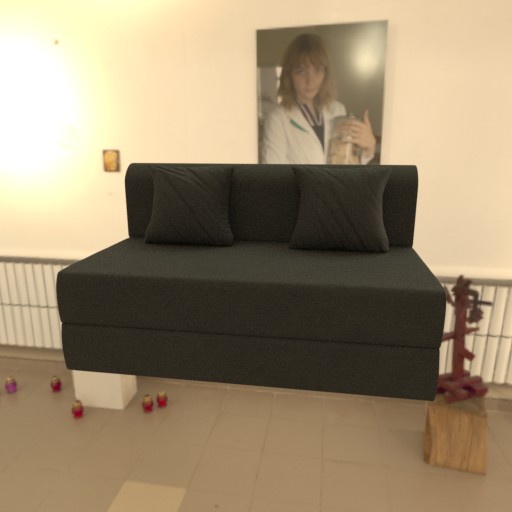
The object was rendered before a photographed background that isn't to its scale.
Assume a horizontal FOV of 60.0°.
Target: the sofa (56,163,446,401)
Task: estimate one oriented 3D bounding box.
[{"bbox_3d":[0.000,0.000,1.706,1.225,0.670,0.762,2,15,9],"label":"sofa"}]
